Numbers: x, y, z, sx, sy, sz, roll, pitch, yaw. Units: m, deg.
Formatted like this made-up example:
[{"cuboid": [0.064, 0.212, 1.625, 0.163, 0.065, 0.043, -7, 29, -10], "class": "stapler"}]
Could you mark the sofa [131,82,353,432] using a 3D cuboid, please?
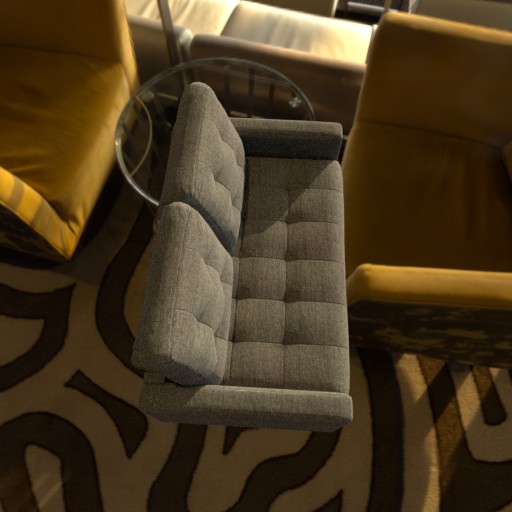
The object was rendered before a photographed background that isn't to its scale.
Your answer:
[{"cuboid": [0.000, 0.000, 2.000, 0.842, 0.907, 1.407, 3, 64, 1], "class": "sofa"}]
